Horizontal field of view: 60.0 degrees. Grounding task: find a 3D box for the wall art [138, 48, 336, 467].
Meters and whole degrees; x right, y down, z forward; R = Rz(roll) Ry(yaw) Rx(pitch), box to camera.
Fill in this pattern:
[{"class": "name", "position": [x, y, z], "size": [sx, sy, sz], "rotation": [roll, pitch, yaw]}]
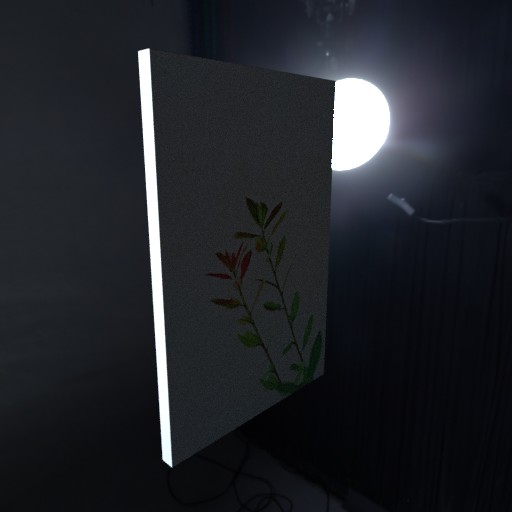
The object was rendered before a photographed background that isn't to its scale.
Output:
[{"class": "wall art", "position": [0.000, 0.000, 1.163], "size": [0.039, 0.915, 0.612], "rotation": [13, 19, 42]}]
